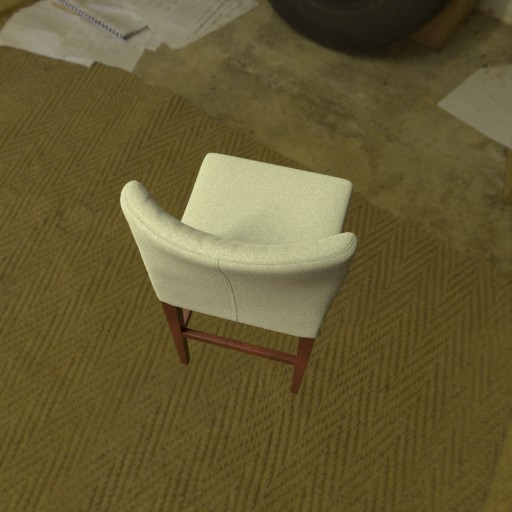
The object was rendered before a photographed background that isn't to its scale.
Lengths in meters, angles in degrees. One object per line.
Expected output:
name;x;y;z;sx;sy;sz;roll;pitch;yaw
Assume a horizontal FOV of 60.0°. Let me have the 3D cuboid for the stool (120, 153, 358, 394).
stool;0.000;0.000;1.314;0.479;0.968;0.568;13;62;7
